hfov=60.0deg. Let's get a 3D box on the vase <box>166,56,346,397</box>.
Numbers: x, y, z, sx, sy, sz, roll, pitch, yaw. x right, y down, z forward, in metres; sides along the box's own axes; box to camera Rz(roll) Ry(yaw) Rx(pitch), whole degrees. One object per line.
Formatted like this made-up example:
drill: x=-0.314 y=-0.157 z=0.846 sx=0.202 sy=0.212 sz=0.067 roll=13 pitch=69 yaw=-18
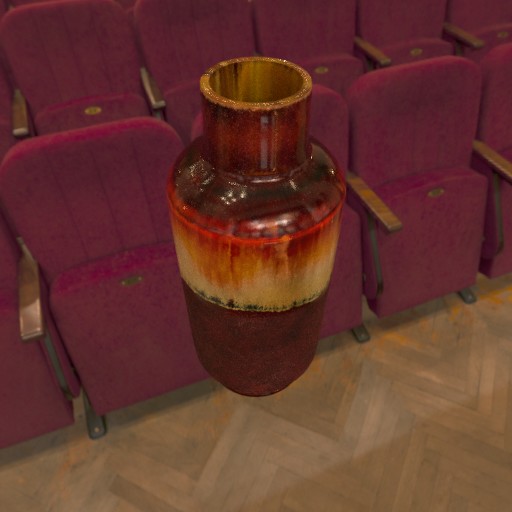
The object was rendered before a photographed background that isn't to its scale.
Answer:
vase: x=0.000 y=0.000 z=0.320 sx=0.111 sy=0.261 sz=0.111 roll=0 pitch=46 yaw=0
